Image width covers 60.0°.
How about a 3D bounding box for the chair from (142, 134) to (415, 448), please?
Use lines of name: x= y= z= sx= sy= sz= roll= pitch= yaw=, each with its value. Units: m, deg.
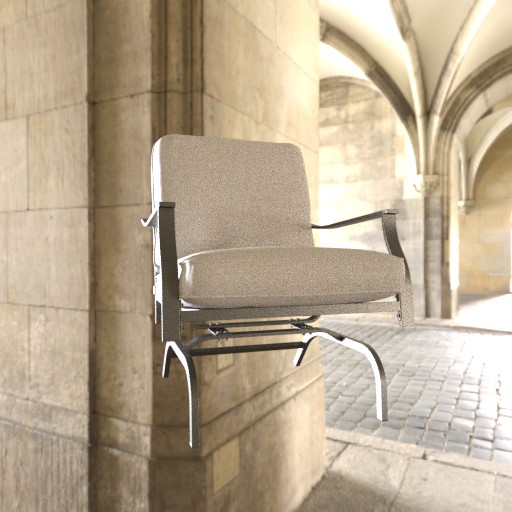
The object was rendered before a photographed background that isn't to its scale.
chair: x=0.000 y=0.000 z=1.385 sx=0.650 sy=0.860 sz=0.787 roll=0 pitch=1 yaw=-18
